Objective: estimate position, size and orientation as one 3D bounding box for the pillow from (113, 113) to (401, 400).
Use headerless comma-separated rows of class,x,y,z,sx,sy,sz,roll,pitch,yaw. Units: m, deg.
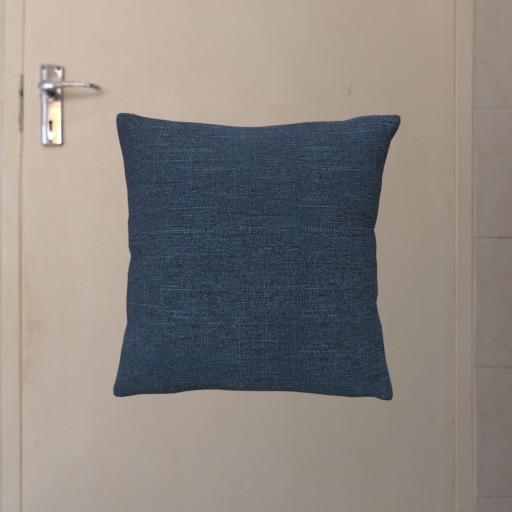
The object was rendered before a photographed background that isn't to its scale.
pillow,0.000,0.000,0.679,0.435,0.435,0.159,0,0,0
